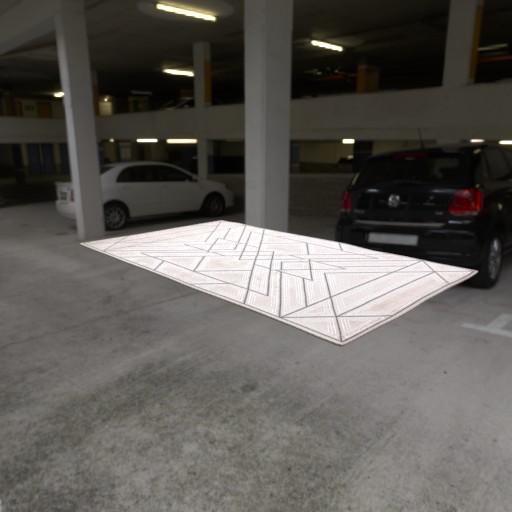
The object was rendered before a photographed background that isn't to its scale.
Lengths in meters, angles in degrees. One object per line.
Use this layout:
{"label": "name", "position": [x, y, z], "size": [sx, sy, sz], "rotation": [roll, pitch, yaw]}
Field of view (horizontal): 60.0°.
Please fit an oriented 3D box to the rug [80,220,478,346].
{"label": "rug", "position": [0.000, 0.000, 1.087], "size": [0.511, 0.008, 0.869], "rotation": [-14, 20, -42]}
